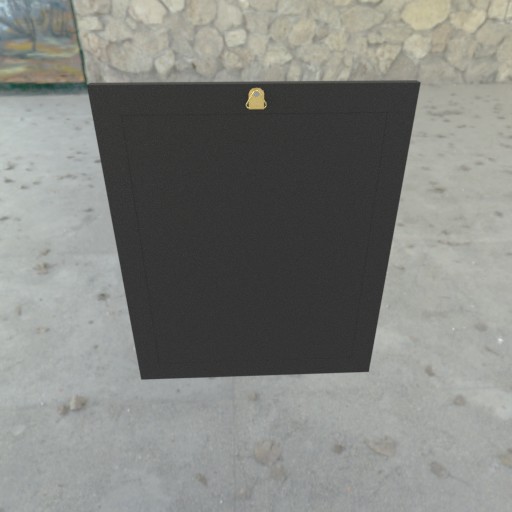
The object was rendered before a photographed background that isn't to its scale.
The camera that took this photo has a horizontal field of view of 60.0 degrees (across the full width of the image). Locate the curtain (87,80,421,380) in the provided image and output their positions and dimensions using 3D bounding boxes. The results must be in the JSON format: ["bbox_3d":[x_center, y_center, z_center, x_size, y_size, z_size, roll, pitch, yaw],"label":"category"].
[{"bbox_3d":[0.000,0.000,0.794,0.483,0.585,0.027,-1,31,-2],"label":"curtain"}]
